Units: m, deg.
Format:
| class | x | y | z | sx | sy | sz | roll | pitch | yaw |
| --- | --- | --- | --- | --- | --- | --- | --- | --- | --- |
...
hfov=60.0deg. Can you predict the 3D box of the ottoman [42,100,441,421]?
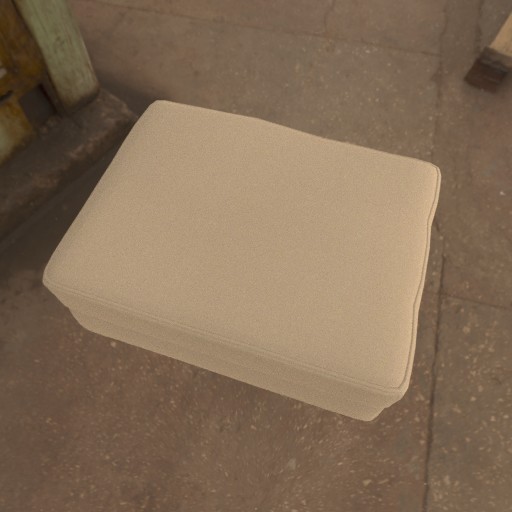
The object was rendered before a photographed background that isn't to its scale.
| class | x | y | z | sx | sy | sz | roll | pitch | yaw |
| --- | --- | --- | --- | --- | --- | --- | --- | --- | --- |
| ottoman | 0.000 | 0.000 | 1.207 | 0.818 | 0.485 | 0.634 | 16 | 62 | 9 |
